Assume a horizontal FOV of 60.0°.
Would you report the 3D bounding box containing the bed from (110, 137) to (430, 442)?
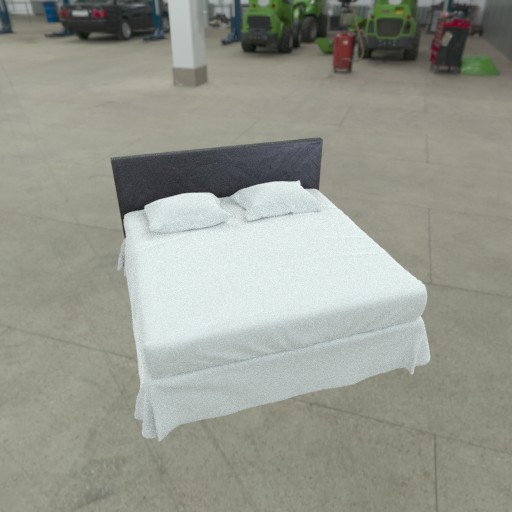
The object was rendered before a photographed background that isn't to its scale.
[{"bbox_3d":[0.000,0.000,3.593,2.255,1.158,2.165,-9,33,-15],"label":"bed"}]
